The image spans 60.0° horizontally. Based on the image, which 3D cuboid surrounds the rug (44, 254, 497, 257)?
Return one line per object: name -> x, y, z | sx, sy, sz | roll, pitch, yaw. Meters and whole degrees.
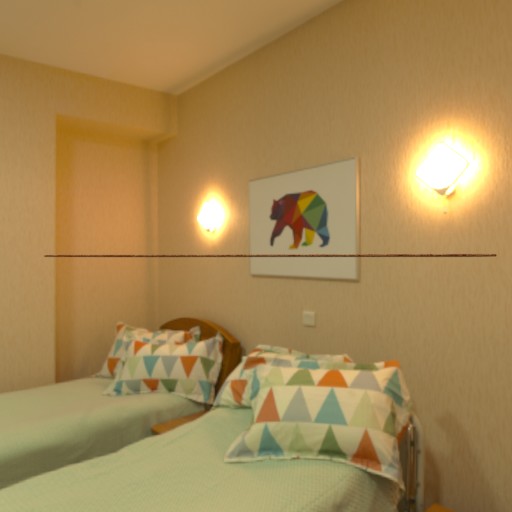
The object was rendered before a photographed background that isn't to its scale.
rug -> 0.000, 0.000, 2.653 | 2.435, 0.011, 0.750 | 0, 0, 17
